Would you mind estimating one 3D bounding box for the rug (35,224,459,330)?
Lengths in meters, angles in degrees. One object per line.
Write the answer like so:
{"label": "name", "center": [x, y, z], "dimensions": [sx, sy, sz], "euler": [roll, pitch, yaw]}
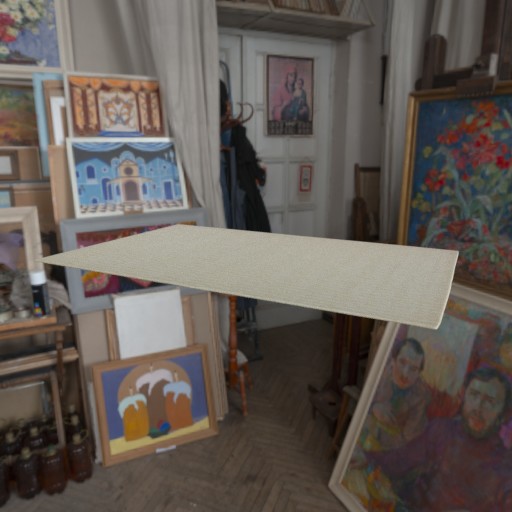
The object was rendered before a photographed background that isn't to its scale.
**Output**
{"label": "rug", "center": [0.000, 0.000, 2.984], "dimensions": [2.441, 0.014, 1.531], "euler": [7, 15, 26]}
